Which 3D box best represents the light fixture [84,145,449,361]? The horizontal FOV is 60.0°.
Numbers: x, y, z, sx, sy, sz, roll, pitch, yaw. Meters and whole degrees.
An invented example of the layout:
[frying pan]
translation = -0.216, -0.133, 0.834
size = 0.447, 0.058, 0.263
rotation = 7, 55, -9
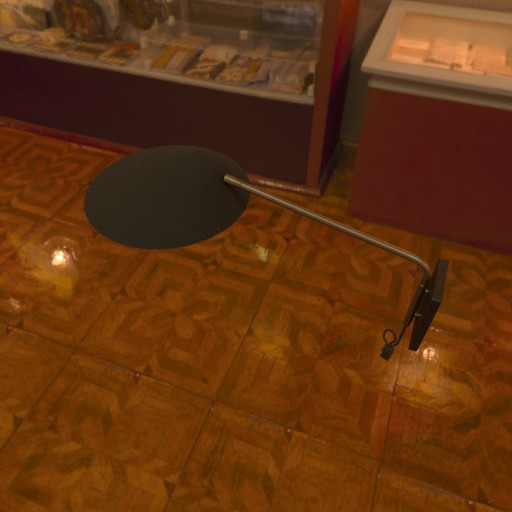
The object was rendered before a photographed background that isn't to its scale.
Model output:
[light fixture]
translation = 0.000, 0.000, 0.669
size = 0.516, 0.312, 0.240
rotation = 17, 49, 16
